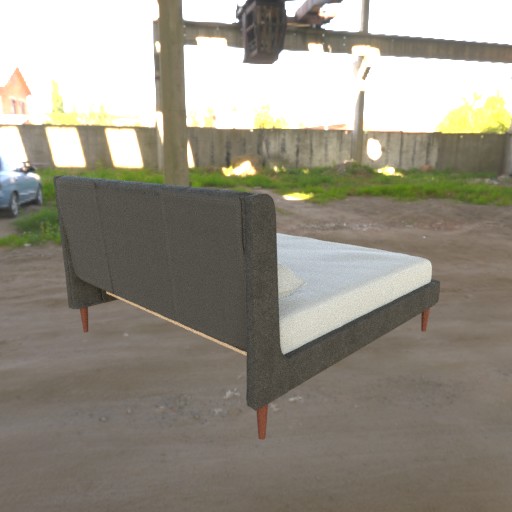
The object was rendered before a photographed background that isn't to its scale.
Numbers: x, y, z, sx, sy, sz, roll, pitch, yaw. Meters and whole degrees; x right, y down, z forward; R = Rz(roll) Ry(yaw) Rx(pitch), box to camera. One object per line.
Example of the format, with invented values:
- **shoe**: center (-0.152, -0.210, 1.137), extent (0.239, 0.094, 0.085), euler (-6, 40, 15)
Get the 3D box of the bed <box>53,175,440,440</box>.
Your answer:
- **bed**: center (0.000, 0.000, 2.579), extent (1.531, 0.933, 1.638), euler (13, 18, 43)
